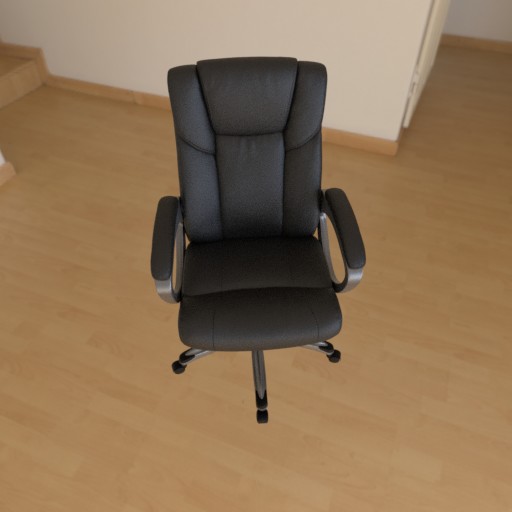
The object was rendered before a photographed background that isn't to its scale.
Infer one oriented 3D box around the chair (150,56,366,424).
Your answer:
[{"bbox_3d":[0.000,0.000,1.557,0.721,1.130,0.719,-2,45,-2],"label":"chair"}]
